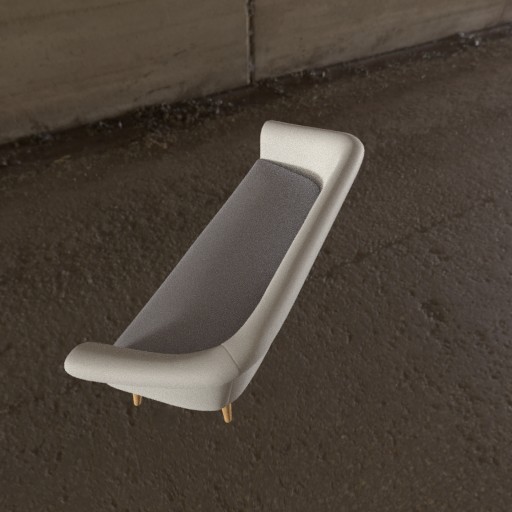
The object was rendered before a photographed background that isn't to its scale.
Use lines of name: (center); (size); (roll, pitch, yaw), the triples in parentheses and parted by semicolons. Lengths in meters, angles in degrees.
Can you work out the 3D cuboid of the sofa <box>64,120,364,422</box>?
sofa: (0.000, 0.000, 2.534); (0.827, 0.795, 2.160); (18, 49, 16)
